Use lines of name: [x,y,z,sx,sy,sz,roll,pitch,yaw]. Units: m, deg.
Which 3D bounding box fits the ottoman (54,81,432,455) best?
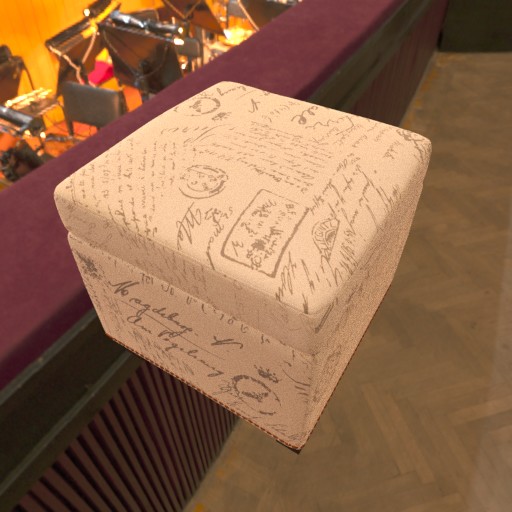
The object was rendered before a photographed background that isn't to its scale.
ottoman: [0.000,0.000,0.831,0.450,0.457,0.449,24,50,22]
